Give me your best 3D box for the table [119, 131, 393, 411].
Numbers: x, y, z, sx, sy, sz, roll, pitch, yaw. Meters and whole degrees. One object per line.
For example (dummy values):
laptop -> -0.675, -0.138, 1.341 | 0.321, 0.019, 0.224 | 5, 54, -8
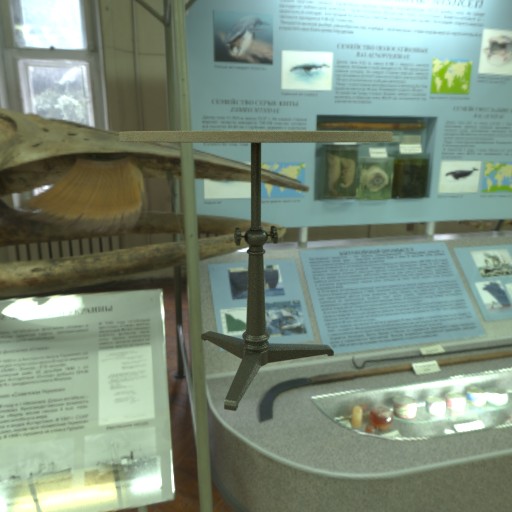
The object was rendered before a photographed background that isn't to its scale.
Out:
table -> 0.000, 0.000, 1.454 | 0.800, 0.780, 0.800 | 0, 15, 0
